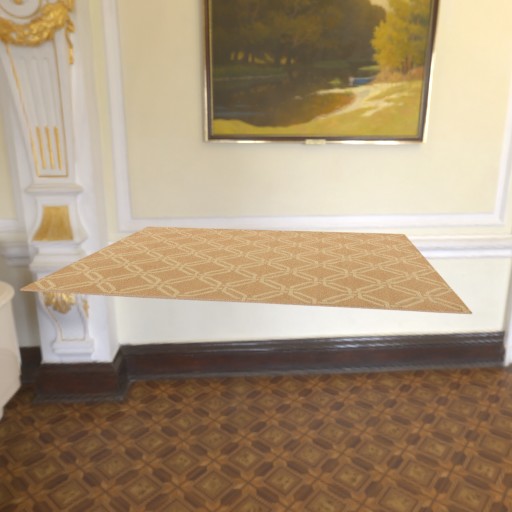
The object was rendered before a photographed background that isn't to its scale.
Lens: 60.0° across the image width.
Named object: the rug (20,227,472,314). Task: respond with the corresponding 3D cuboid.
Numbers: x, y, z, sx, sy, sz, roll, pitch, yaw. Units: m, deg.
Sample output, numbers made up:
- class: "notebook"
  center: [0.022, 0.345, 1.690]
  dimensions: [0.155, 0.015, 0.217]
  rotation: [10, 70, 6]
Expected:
- class: "rug"
  center: [0.000, 0.000, 3.883]
  dimensions: [2.895, 0.018, 2.288]
  rotation: [2, 15, 8]
